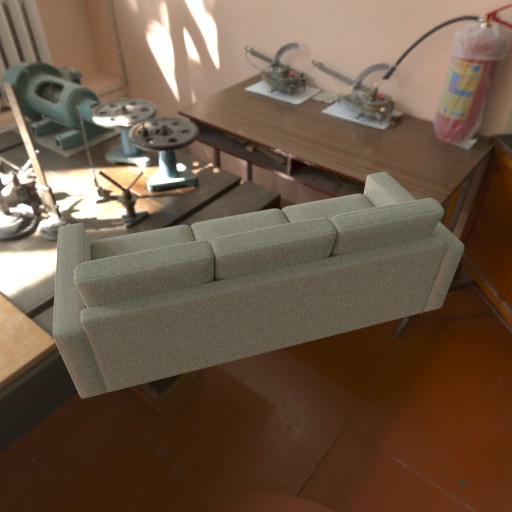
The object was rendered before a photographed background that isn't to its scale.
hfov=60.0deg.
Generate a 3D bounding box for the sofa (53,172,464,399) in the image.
[{"bbox_3d":[0.000,0.000,2.612,2.160,0.800,0.900,-11,42,-13],"label":"sofa"}]
